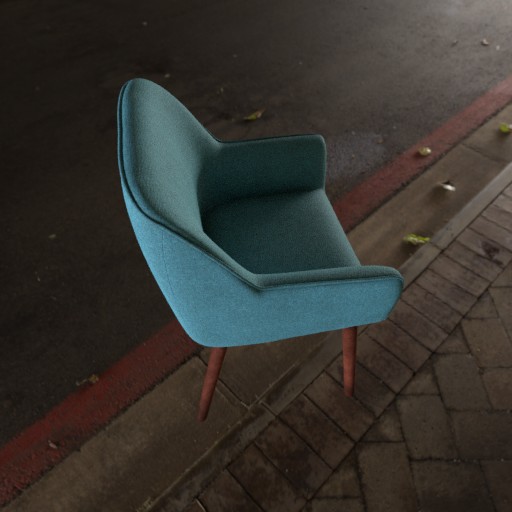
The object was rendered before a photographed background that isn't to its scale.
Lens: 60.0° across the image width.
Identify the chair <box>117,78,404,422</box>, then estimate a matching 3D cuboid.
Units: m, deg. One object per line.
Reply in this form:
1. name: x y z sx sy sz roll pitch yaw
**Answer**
1. chair: 0.000 0.000 1.135 0.519 0.803 0.543 -9 48 -8
